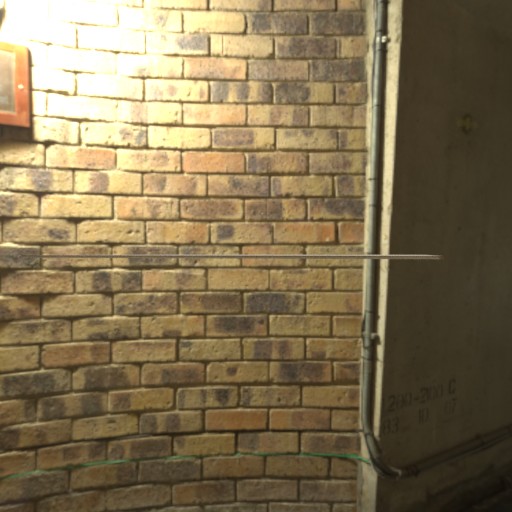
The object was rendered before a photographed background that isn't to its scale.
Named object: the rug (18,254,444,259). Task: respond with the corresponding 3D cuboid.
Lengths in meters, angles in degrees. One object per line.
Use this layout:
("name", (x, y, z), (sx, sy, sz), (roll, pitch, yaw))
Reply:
("rug", (0.000, 0.000, 3.996), (2.976, 0.018, 2.430), (0, 0, 18))
